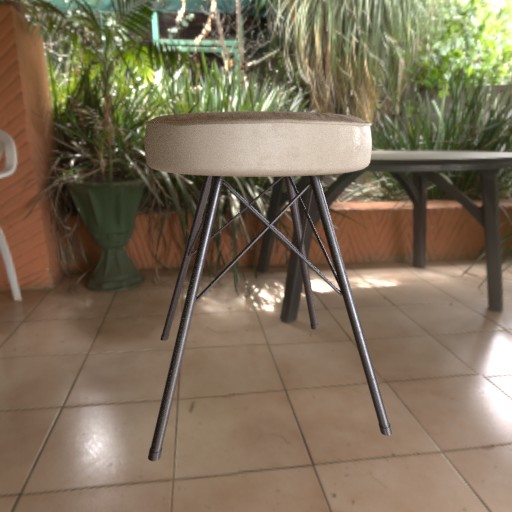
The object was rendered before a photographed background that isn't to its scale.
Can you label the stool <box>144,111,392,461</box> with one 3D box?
[{"bbox_3d":[0.000,0.000,0.883,0.423,0.538,0.457,-2,15,-9],"label":"stool"}]
